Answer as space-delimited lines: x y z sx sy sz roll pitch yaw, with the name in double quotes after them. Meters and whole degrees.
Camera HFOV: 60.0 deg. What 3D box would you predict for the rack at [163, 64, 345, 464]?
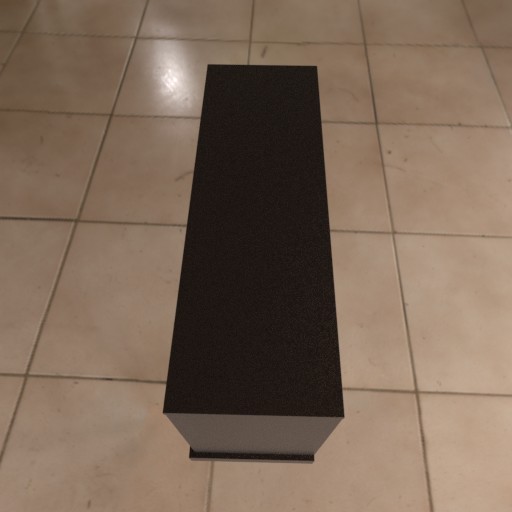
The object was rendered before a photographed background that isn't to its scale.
0.000 0.000 1.508 0.399 0.635 1.206 1 58 1 "rack"
